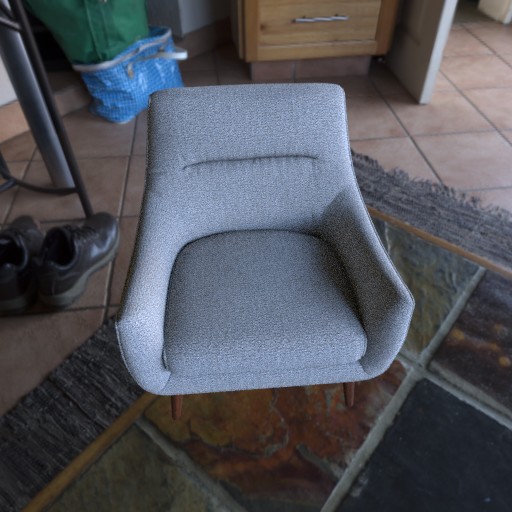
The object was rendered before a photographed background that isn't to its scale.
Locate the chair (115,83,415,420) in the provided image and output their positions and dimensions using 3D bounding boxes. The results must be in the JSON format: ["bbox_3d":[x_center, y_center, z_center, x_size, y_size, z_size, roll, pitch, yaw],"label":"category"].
[{"bbox_3d":[0.000,0.000,1.442,0.762,0.838,0.787,-3,45,-3],"label":"chair"}]
